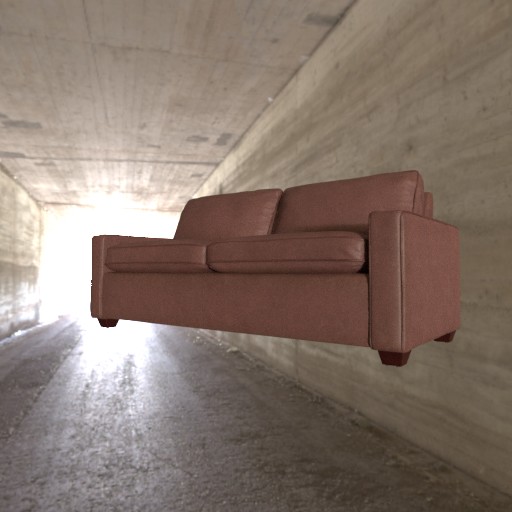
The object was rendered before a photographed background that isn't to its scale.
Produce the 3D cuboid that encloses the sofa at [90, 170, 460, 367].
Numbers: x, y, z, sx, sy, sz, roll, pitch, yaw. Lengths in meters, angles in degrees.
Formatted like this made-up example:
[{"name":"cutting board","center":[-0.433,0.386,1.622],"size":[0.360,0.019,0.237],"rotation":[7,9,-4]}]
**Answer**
[{"name":"sofa","center":[0.000,0.000,2.620],"size":[2.080,0.919,0.940],"rotation":[-1,-2,37]}]
